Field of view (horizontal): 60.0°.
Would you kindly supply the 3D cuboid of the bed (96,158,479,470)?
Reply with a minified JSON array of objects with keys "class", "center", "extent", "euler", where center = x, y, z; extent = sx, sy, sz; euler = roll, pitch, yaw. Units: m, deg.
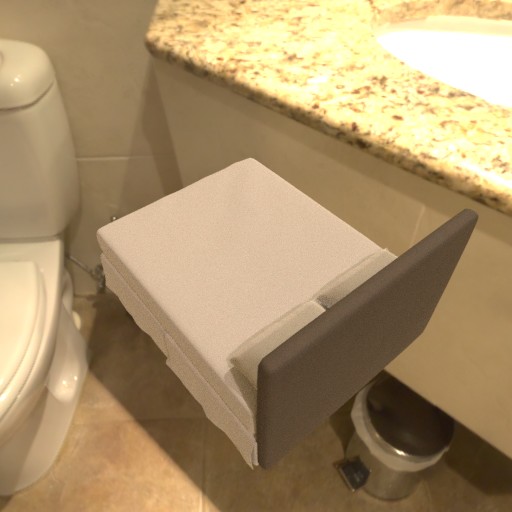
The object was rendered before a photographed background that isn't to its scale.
[{"class":"bed","center":[0.000,0.000,3.258],"extent":[1.723,1.330,2.142],"euler":[-31,54,-26]}]
